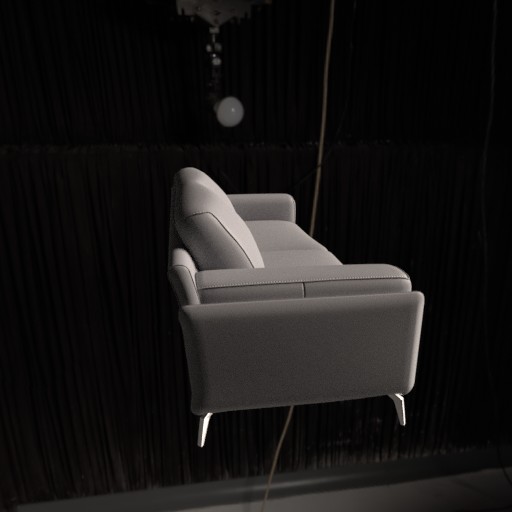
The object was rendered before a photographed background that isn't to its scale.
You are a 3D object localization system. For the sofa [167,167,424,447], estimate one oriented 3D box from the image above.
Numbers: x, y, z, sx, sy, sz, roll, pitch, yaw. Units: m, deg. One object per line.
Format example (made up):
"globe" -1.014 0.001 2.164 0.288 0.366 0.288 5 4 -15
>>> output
"sofa" 0.000 0.000 2.615 0.969 0.900 2.100 -3 18 -9
